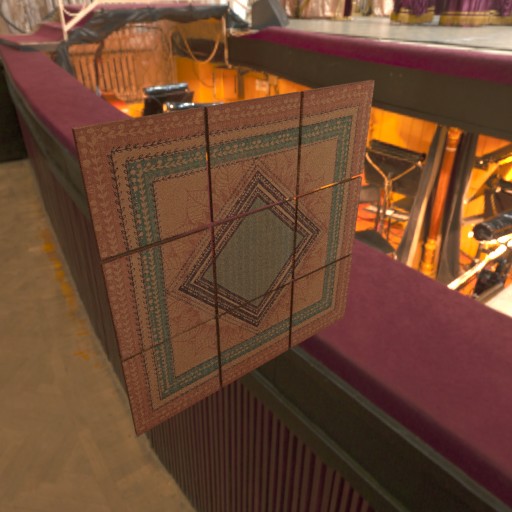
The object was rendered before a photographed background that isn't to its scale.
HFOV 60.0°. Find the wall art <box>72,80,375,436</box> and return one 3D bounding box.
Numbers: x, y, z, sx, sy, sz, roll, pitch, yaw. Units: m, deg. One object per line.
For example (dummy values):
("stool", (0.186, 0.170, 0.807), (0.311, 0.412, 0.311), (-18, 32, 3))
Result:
("wall art", (0.000, 0.000, 1.343), (0.915, 0.914, 0.013), (-22, 37, -32))
